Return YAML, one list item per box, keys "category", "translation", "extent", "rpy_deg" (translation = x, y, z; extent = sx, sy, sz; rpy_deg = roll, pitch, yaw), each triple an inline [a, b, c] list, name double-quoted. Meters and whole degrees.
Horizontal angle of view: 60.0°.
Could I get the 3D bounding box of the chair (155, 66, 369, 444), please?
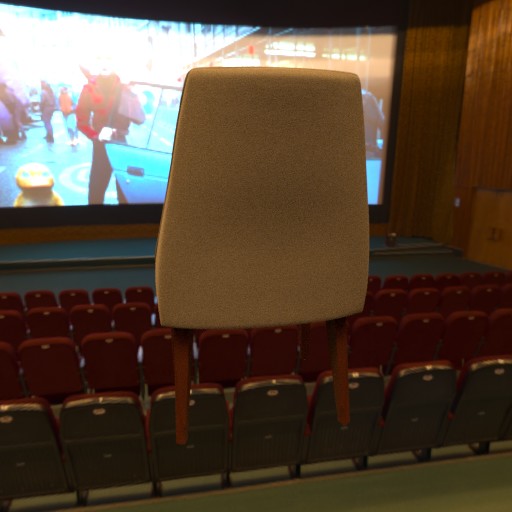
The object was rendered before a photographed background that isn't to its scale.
- category: "chair"
  translation: [0.000, 0.000, 1.188]
  extent: [0.529, 0.861, 0.544]
  rpy_deg: [-3, 14, -11]
